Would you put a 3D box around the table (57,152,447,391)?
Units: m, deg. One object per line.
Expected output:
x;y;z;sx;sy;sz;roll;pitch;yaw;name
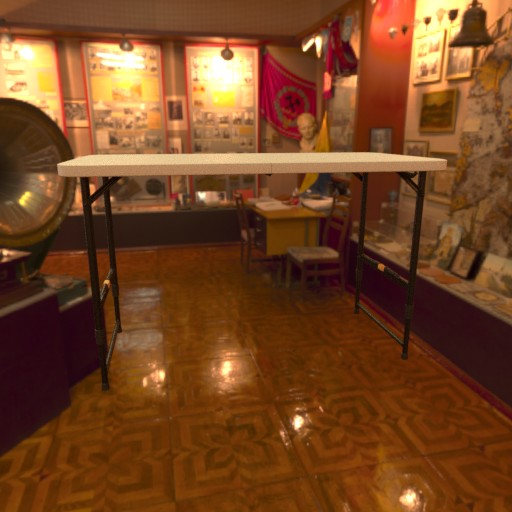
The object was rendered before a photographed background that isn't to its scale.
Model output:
0.000;0.000;1.688;1.245;0.737;0.611;-3;16;-11;table
